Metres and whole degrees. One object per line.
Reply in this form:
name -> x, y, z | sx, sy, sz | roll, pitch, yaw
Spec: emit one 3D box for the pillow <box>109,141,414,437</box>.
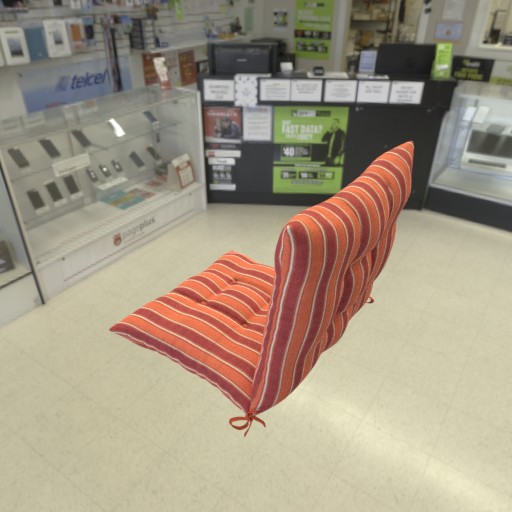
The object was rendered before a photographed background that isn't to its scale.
pillow -> 0.000, 0.000, 1.066 | 0.585, 0.536, 0.541 | 22, 38, 30
